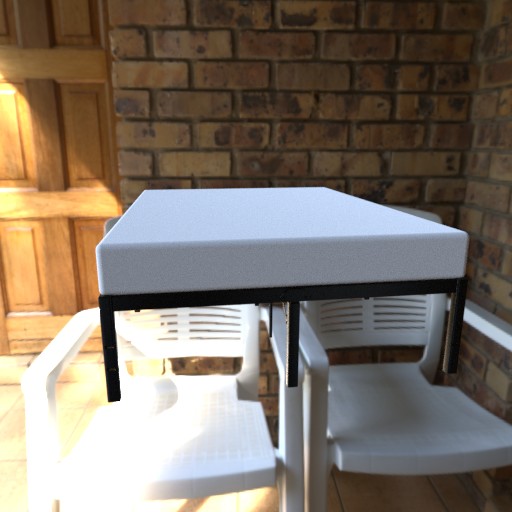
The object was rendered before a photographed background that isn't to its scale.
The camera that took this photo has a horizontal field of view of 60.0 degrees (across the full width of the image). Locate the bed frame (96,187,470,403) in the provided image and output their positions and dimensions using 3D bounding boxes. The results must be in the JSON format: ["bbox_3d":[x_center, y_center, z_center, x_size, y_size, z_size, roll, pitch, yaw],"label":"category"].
[{"bbox_3d":[0.000,0.000,2.821,1.557,0.659,2.072,-2,14,-9],"label":"bed frame"}]
